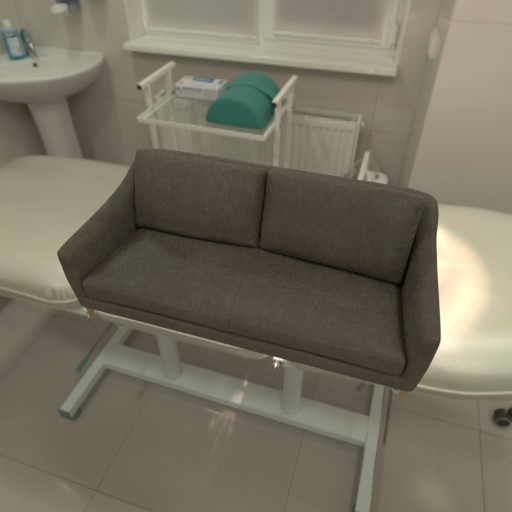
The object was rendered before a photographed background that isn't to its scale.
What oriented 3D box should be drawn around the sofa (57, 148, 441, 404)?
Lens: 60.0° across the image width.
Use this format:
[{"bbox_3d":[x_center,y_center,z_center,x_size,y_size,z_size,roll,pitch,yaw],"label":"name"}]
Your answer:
[{"bbox_3d":[0.000,0.000,2.629,2.036,0.902,0.960,12,42,13],"label":"sofa"}]
